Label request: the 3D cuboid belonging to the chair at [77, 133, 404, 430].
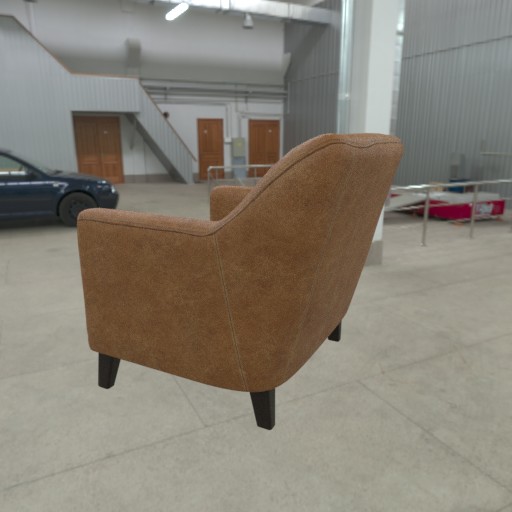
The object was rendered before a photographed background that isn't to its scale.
[{"bbox_3d":[0.000,0.000,1.841,1.034,0.980,1.037,8,17,26],"label":"chair"}]
